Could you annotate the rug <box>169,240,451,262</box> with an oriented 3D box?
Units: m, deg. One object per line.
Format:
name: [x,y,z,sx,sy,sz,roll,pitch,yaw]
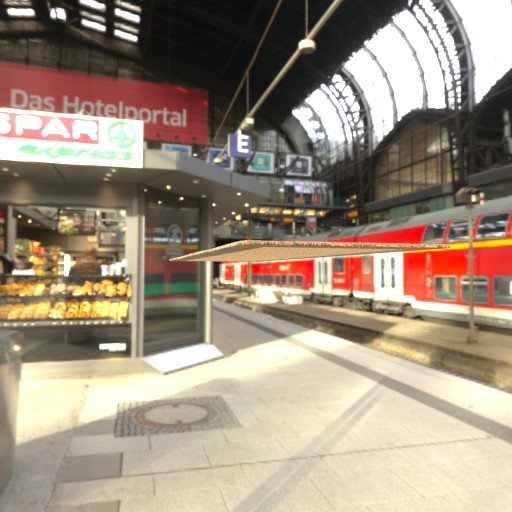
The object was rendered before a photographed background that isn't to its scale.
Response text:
rug: [0.000,0.000,2.684,0.810,0.016,2.413,1,-2,-16]
